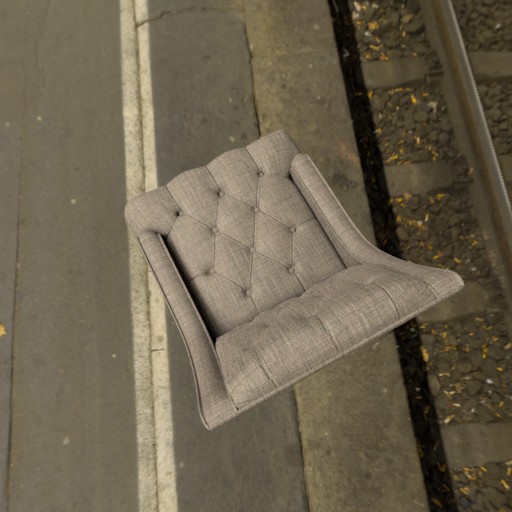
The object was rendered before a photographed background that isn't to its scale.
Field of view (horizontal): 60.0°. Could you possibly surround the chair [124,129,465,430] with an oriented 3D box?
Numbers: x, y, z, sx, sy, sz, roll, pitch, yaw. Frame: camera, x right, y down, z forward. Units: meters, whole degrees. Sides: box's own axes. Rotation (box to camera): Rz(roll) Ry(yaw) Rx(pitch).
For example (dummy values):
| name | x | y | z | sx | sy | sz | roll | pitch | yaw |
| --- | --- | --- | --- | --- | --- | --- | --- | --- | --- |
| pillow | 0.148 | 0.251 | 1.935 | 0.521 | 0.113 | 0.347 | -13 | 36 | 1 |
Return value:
| name | x | y | z | sx | sy | sz | roll | pitch | yaw |
| --- | --- | --- | --- | --- | --- | --- | --- | --- | --- |
| chair | 0.000 | 0.000 | 1.429 | 0.655 | 0.891 | 0.771 | -27 | 76 | -7 |
